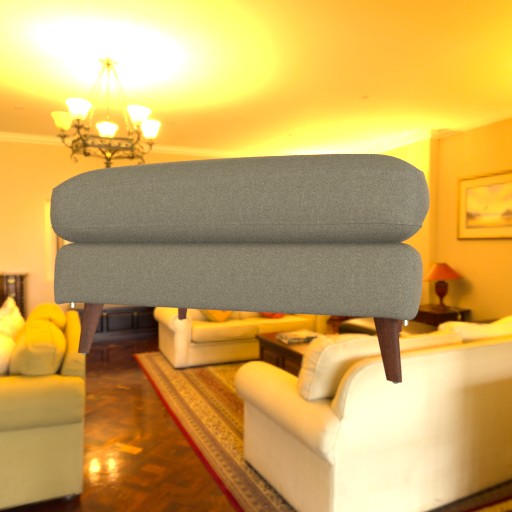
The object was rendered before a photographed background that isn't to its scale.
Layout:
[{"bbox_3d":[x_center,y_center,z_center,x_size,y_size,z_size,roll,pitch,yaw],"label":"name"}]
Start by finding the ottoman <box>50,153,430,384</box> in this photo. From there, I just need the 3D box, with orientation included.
[{"bbox_3d":[0.000,0.000,1.141,0.811,0.449,0.608,1,2,18],"label":"ottoman"}]
